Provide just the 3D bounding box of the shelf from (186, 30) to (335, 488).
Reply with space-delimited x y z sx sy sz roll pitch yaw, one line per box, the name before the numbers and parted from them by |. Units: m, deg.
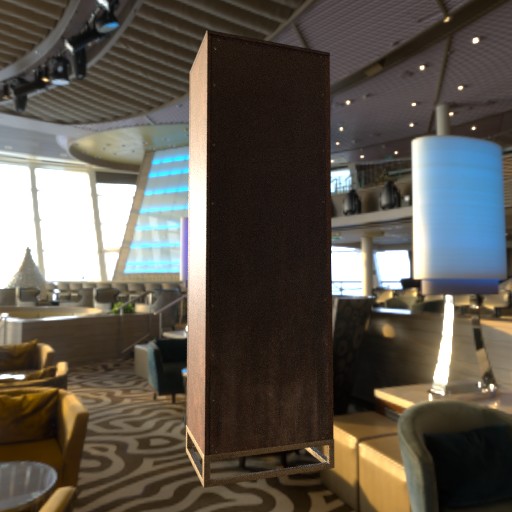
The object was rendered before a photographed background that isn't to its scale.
shelf | 0.000 0.000 1.945 0.539 1.732 0.395 1 -4 -19
